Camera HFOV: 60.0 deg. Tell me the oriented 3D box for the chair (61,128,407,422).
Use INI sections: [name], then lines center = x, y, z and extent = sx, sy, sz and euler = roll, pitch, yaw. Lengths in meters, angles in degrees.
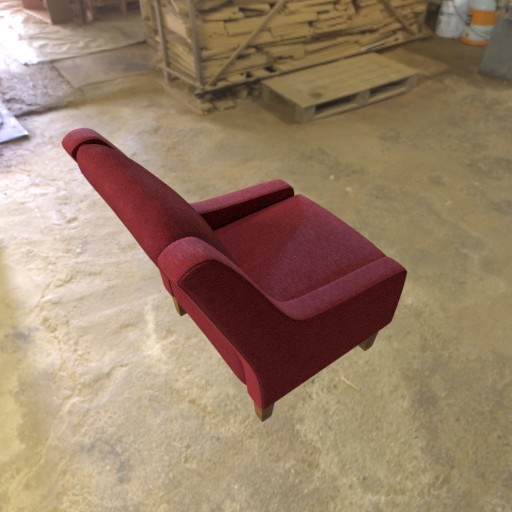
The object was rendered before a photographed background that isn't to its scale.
[chair]
center = 0.000, 0.000, 1.711
extent = 0.985, 1.017, 0.793
euler = -26, 48, -26
